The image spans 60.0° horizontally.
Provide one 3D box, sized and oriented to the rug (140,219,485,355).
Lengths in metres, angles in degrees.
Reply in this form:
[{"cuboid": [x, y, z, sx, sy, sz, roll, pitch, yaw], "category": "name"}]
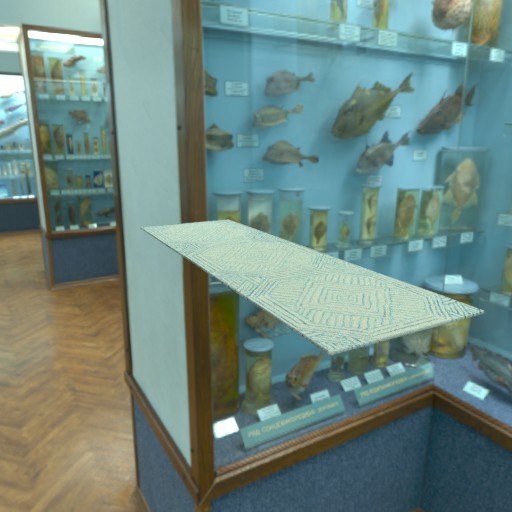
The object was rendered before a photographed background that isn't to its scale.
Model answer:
[{"cuboid": [0.000, 0.000, 2.642, 0.775, 0.012, 2.452, -8, 16, -27], "category": "rug"}]
